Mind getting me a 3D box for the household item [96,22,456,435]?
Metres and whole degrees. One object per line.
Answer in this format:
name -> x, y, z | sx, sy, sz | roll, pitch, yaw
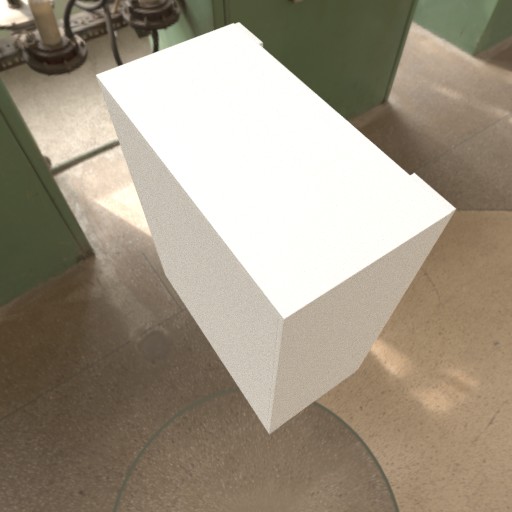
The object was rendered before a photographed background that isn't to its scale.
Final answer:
household item -> 0.000, 0.000, 1.408 | 0.420, 1.010, 0.790 | -30, 62, -17
